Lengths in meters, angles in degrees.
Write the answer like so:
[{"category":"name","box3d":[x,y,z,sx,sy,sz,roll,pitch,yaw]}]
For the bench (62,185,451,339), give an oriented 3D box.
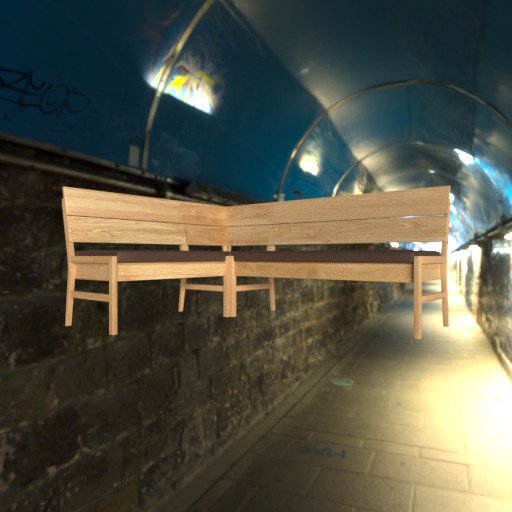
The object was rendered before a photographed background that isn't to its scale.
[{"category":"bench","box3d":[0.000,0.000,2.842,1.975,0.890,1.549,0,0,38]}]
